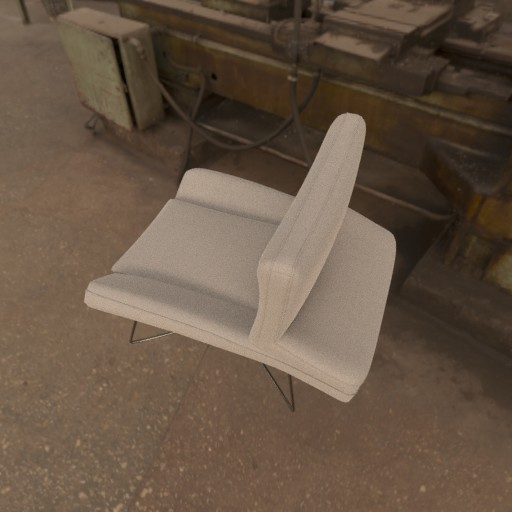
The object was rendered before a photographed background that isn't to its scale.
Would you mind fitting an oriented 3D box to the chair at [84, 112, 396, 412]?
[{"bbox_3d":[0.000,0.000,1.685,1.008,0.855,0.859,15,47,15],"label":"chair"}]
